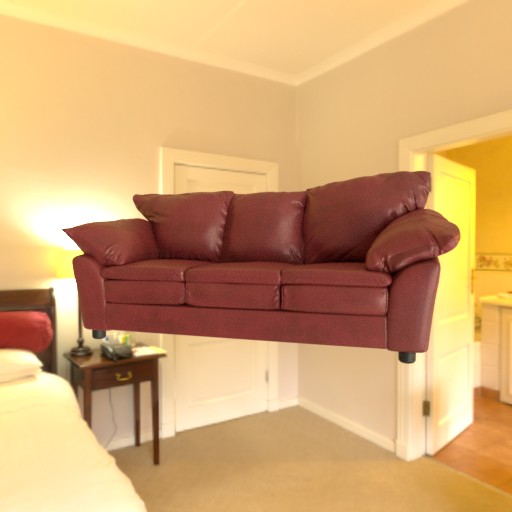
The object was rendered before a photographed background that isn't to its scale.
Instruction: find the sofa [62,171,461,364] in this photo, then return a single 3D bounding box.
[{"bbox_3d":[0.000,0.000,2.912,2.390,1.091,0.907,0,1,19],"label":"sofa"}]
